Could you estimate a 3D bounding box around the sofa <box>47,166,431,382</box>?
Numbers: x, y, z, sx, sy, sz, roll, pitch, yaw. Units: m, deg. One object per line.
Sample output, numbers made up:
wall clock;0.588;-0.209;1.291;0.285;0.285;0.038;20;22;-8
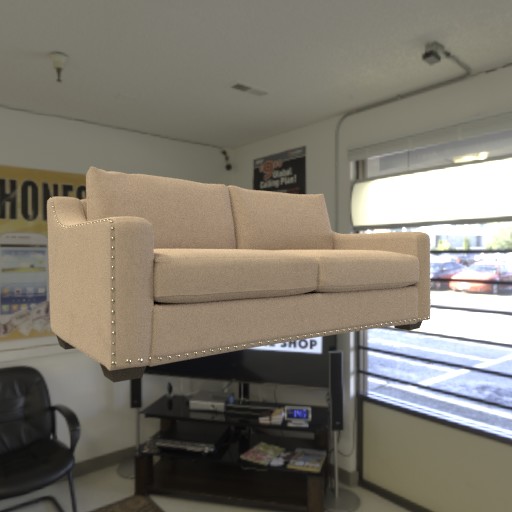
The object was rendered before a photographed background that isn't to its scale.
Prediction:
sofa;0.000;0.000;2.496;1.967;0.901;1.030;0;0;-37
